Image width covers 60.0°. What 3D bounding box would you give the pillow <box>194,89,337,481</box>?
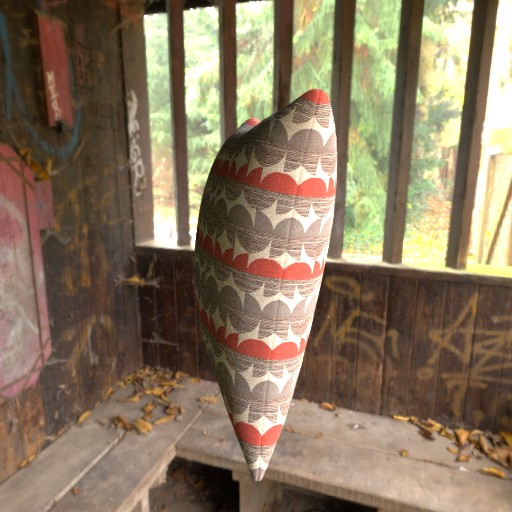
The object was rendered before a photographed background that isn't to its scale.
[{"bbox_3d":[0.000,0.000,0.643,0.180,0.410,0.420,-2,14,-9],"label":"pillow"}]
